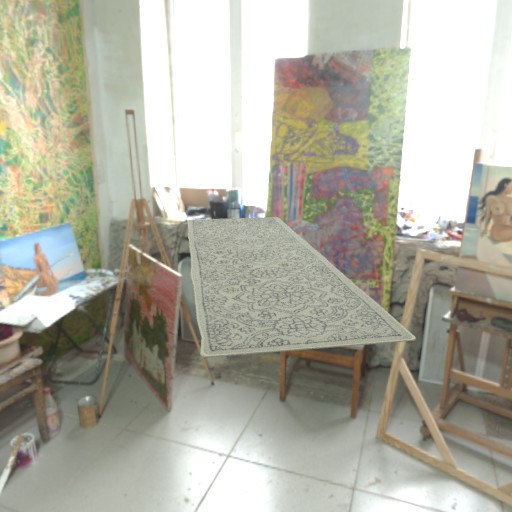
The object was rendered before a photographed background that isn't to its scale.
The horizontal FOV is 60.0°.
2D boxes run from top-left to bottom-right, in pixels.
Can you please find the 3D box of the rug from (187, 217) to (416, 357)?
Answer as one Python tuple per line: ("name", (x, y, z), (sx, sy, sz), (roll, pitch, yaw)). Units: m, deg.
("rug", (0.000, 0.000, 2.711), (0.806, 0.006, 2.431), (-3, 16, -9))
